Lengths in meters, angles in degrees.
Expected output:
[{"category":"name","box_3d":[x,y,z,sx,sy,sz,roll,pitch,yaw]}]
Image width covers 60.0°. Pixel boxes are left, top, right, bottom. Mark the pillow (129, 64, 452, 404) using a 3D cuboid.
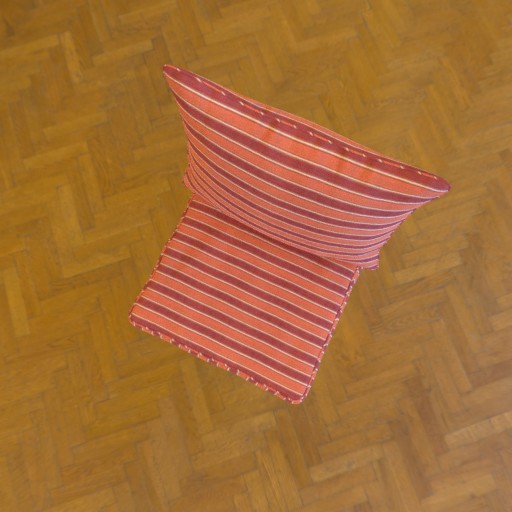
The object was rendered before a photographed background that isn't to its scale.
[{"category":"pillow","box_3d":[0.000,0.000,1.388,0.799,0.723,0.733,25,78,6]}]
